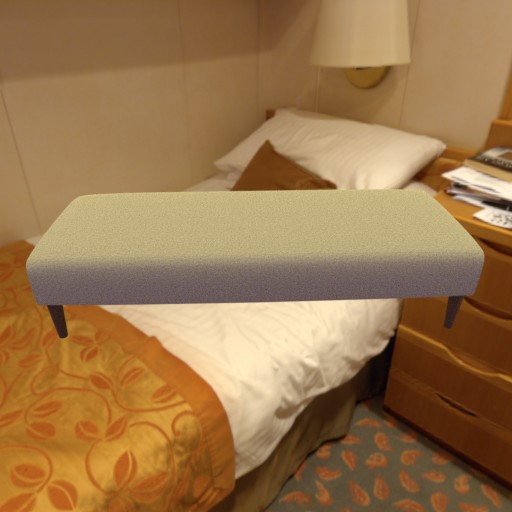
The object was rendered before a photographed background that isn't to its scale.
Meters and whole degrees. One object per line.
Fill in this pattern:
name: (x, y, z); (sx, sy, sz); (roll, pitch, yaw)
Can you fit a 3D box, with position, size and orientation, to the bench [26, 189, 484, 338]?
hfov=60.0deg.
bench: (0.000, 0.000, 1.851); (1.598, 0.383, 0.631); (-1, 30, -2)
